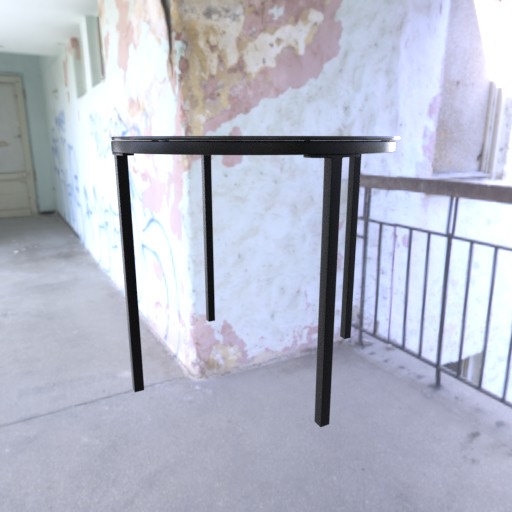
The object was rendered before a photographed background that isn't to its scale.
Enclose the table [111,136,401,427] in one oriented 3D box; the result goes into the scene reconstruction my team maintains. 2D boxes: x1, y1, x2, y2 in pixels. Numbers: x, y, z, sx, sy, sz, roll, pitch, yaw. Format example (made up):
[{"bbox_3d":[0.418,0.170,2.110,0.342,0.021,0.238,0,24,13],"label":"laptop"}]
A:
[{"bbox_3d":[0.000,0.000,0.855,0.499,0.443,0.499,0,15,0],"label":"table"}]
